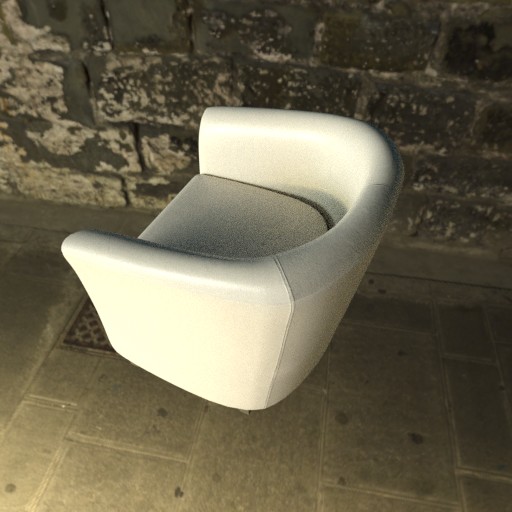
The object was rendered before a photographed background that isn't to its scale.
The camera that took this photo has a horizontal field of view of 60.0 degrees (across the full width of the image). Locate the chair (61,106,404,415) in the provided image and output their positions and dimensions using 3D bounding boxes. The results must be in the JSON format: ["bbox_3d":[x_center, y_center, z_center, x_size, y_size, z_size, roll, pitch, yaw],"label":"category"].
[{"bbox_3d":[0.000,0.000,1.391,0.727,0.756,0.792,18,49,17],"label":"chair"}]
